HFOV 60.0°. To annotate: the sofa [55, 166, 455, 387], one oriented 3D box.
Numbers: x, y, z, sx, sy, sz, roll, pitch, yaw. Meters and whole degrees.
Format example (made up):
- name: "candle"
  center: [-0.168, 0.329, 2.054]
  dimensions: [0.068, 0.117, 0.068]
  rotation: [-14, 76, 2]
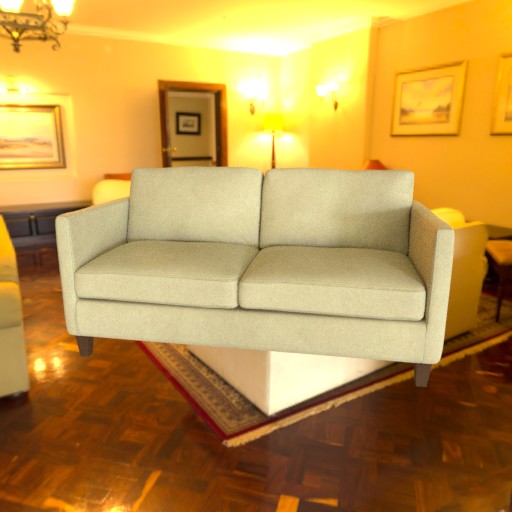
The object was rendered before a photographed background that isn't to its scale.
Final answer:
- name: "sofa"
  center: [0.000, 0.000, 2.455]
  dimensions: [1.846, 0.940, 0.950]
  rotation: [3, 15, 10]
